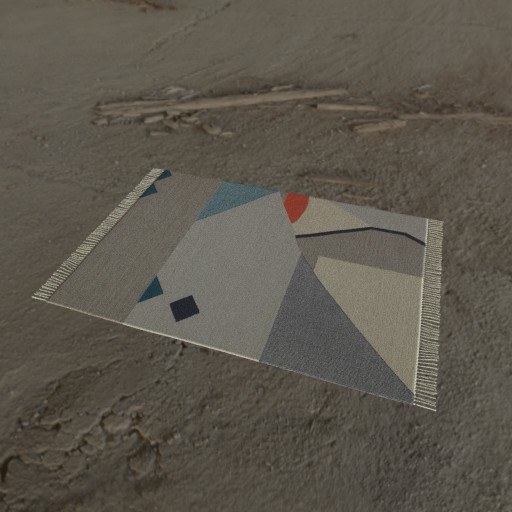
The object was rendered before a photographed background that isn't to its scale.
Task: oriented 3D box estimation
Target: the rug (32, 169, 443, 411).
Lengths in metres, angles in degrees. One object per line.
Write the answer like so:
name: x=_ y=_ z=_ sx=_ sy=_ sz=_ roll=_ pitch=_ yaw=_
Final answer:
rug: x=0.000 y=0.000 z=2.292 sx=1.828 sy=0.005 sz=1.220 roll=13 pitch=44 yaw=13
